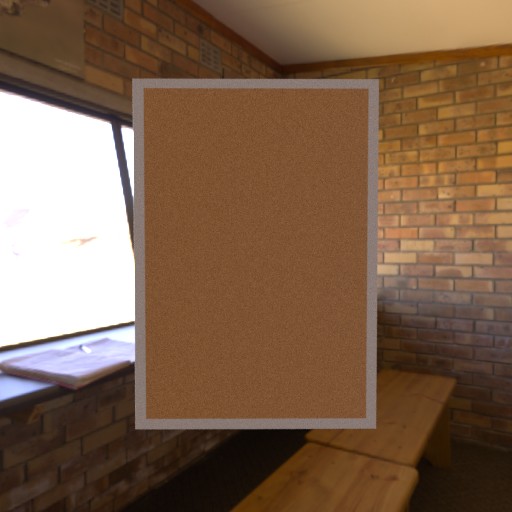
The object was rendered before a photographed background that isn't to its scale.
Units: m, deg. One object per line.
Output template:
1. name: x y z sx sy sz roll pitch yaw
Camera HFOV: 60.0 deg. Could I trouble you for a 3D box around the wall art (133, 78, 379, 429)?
1. wall art: 0.000 0.000 0.836 0.456 0.656 0.013 0 2 0
